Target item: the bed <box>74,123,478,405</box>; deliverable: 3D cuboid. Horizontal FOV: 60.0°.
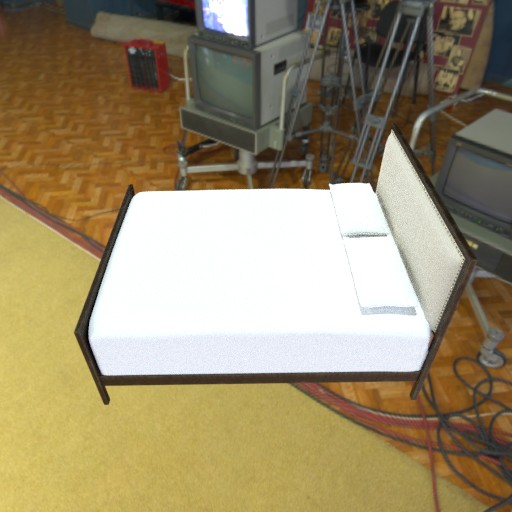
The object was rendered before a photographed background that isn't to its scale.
[{"bbox_3d":[0.000,0.000,3.265,2.221,1.313,1.607,-1,41,-1],"label":"bed"}]
